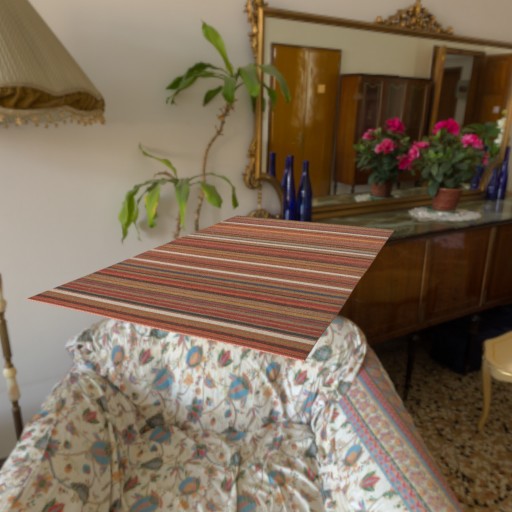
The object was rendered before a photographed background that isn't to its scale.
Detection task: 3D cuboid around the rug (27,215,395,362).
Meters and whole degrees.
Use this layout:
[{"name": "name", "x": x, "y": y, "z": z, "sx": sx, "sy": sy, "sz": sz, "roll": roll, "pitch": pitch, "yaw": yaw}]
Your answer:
[{"name": "rug", "x": 0.000, "y": 0.000, "z": 3.066, "sx": 1.523, "sy": 0.008, "sz": 2.438, "roll": 7, "pitch": 18, "yaw": 23}]
